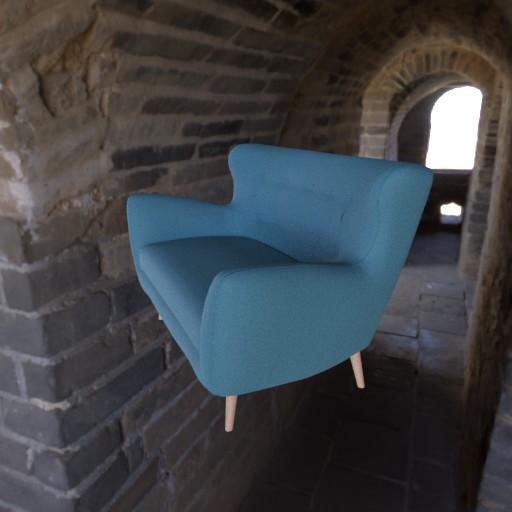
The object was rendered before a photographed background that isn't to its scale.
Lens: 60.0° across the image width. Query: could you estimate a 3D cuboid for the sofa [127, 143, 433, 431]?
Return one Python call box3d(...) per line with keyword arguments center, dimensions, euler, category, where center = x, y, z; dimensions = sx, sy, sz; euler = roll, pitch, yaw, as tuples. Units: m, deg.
box3d(center=(0.000, 0.000, 1.952), dimensions=(0.889, 0.889, 1.397), euler=(-8, 19, -24), category="sofa")
